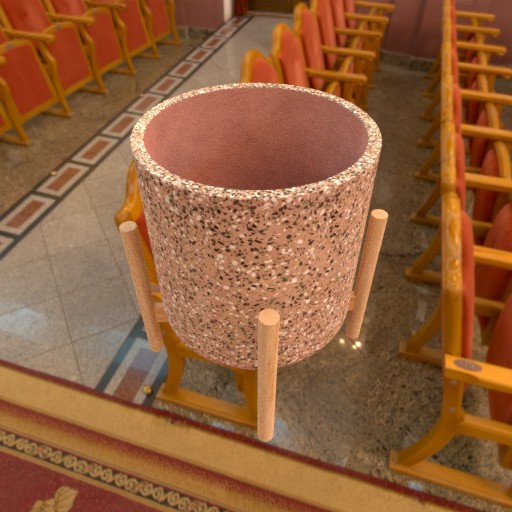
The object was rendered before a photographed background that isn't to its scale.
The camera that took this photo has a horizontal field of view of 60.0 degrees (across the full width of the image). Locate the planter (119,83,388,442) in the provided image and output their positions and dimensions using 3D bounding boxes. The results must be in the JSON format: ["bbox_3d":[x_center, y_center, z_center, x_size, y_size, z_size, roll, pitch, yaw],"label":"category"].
[{"bbox_3d":[0.000,0.000,0.684,0.360,0.419,0.360,12,43,13],"label":"planter"}]
